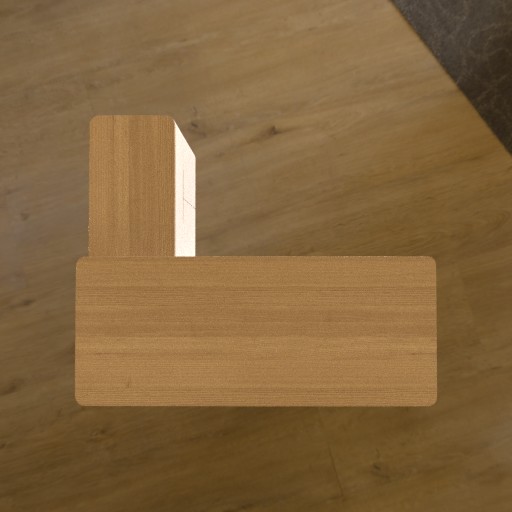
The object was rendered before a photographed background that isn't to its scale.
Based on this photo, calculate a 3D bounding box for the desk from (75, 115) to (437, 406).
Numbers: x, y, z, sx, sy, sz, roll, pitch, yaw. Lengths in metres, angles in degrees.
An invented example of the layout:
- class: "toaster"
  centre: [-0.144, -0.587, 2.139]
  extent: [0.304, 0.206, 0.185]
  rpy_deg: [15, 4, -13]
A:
- class: "desk"
  centre: [0.000, 0.000, 2.107]
  extent: [1.400, 0.770, 1.175]
  rpy_deg: [0, 89, 0]
